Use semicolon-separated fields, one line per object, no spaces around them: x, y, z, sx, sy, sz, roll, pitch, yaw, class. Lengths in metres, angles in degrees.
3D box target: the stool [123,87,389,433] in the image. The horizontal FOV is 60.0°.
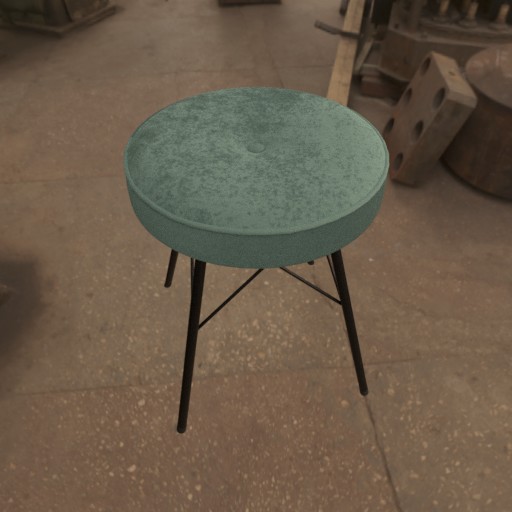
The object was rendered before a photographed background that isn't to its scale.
0.000;0.000;0.860;0.457;0.519;0.458;-2;45;-2;stool
